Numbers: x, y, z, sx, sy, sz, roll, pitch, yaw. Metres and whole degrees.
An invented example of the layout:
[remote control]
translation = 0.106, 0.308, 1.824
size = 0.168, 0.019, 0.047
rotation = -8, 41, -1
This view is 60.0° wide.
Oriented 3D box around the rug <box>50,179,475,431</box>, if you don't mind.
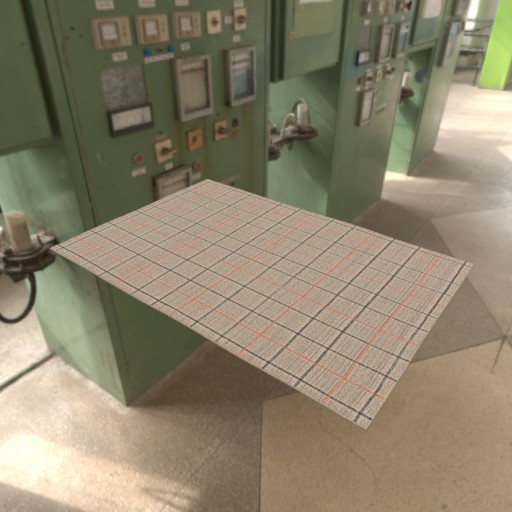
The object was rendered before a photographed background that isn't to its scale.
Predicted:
[rug]
translation = 0.000, 0.000, 2.288
size = 1.829, 0.013, 1.220
rotation = 22, 38, 31
